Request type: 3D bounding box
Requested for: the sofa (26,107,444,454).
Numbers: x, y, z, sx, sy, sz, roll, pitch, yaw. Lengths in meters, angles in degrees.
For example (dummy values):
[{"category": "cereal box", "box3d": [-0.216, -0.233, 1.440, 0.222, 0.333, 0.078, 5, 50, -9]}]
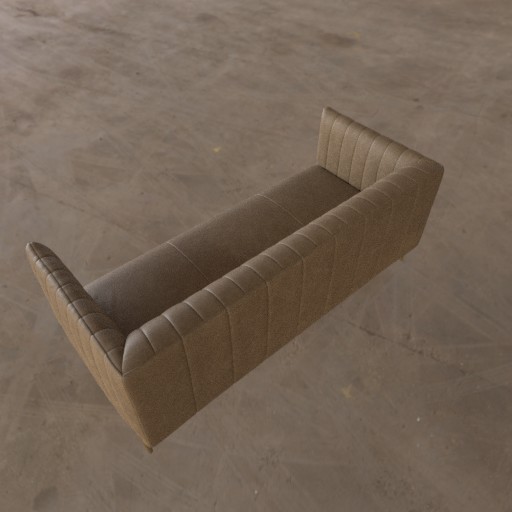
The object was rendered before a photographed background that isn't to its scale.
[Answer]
[{"category": "sofa", "box3d": [0.000, 0.000, 2.388, 1.980, 0.779, 0.876, -32, 54, -27]}]
